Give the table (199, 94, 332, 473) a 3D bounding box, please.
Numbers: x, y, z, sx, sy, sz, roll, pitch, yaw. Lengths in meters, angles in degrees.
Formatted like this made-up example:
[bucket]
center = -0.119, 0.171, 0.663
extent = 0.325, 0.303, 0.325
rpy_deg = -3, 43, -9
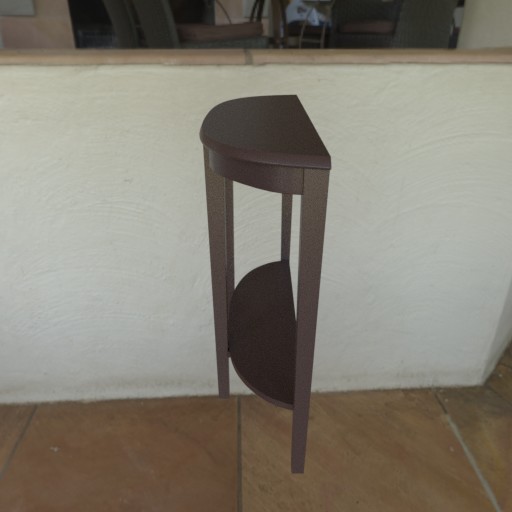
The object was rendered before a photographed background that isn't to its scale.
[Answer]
[table]
center = 0.000, 0.000, 1.352
extent = 0.274, 0.831, 0.909
rpy_deg = 0, 27, 1
